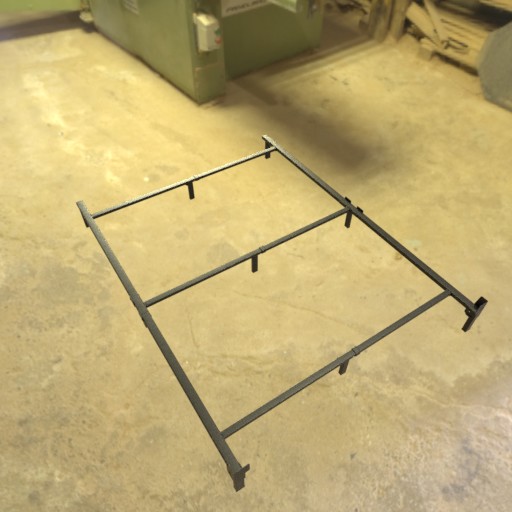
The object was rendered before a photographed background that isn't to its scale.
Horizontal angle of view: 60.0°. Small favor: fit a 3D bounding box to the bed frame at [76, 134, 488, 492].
[{"bbox_3d":[0.000,0.000,2.609,1.498,0.248,1.990,-25,52,-22],"label":"bed frame"}]
